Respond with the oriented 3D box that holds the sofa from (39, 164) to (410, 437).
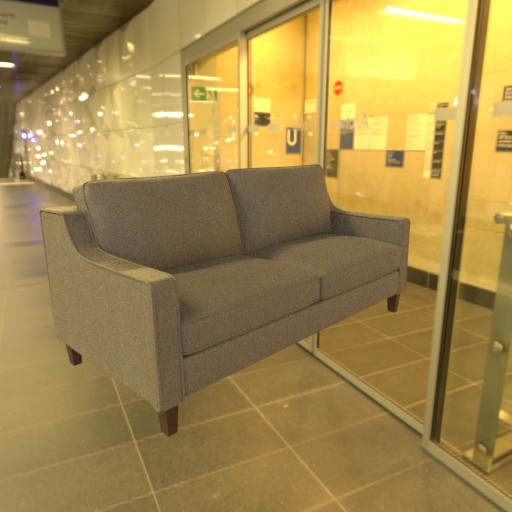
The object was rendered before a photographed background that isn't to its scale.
[{"bbox_3d":[0.000,0.000,2.806,1.073,1.074,2.181,13,19,42],"label":"sofa"}]
